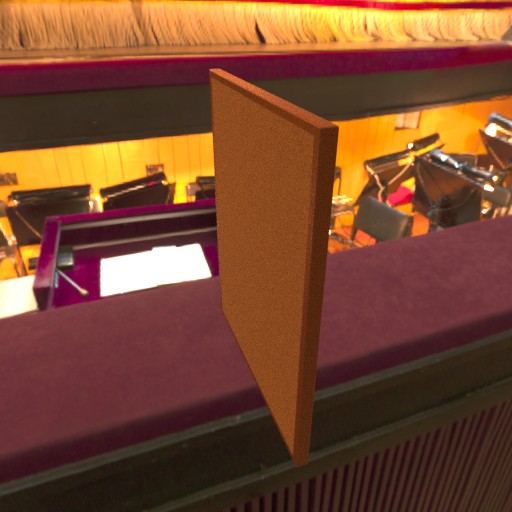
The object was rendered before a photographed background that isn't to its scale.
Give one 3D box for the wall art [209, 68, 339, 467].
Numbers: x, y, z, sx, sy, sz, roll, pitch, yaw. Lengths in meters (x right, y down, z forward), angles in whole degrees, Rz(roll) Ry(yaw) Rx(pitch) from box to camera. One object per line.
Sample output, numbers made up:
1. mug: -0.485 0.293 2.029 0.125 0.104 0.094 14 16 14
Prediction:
1. wall art: 0.000 0.000 0.531 0.015 0.379 0.310 -10 32 -17
